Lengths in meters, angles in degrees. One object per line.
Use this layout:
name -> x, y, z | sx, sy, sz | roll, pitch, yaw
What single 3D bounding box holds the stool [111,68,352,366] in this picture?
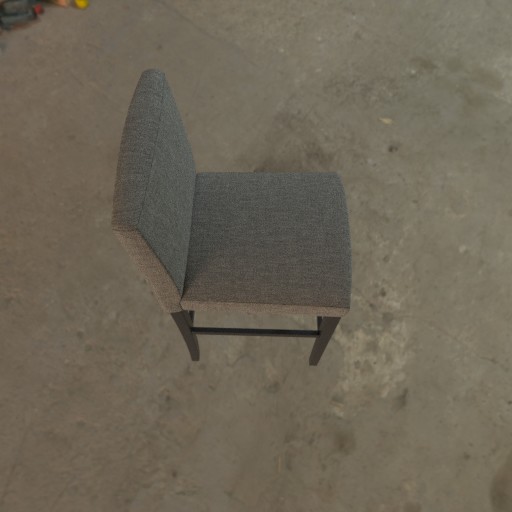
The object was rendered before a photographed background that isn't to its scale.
stool -> 0.000, 0.000, 1.416 | 0.552, 1.138, 0.451 | 1, 63, 1
